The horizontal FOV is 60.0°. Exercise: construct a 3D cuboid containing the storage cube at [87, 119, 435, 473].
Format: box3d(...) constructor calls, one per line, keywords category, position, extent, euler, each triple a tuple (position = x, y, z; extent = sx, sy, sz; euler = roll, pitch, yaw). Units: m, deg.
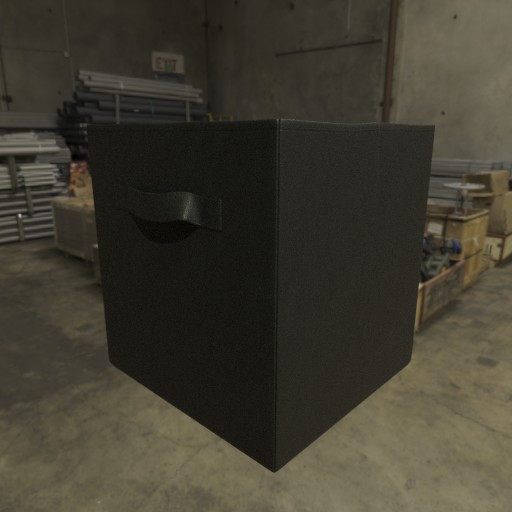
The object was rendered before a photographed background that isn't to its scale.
box3d(category="storage cube", position=(0.000, 0.000, 0.492), extent=(0.270, 0.280, 0.270), euler=(14, 21, 41))
